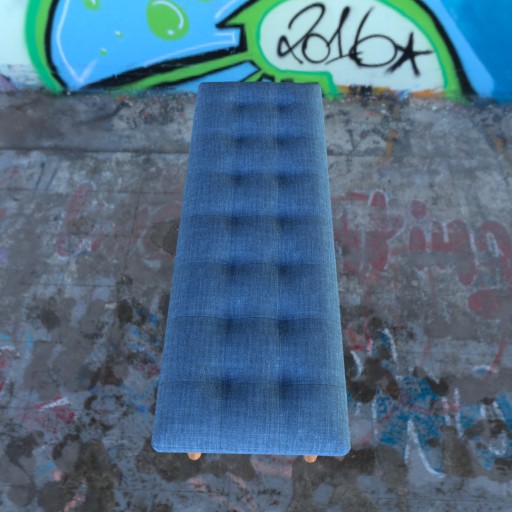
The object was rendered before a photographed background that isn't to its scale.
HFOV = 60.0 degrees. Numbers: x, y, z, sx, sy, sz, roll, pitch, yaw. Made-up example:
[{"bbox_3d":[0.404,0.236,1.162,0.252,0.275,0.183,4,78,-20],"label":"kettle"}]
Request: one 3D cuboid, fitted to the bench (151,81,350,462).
[{"bbox_3d":[0.000,0.000,1.321,0.406,0.432,1.118,1,59,1],"label":"bench"}]
